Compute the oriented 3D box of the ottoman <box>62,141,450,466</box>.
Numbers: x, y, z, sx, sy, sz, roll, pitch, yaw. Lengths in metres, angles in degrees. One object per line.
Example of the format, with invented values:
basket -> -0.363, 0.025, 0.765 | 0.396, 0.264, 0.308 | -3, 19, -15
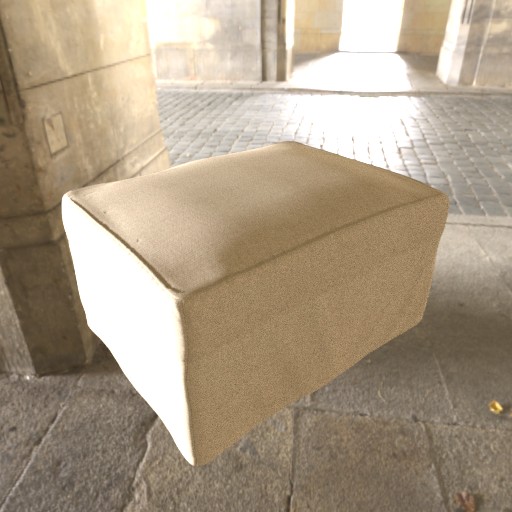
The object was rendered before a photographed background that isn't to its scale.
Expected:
ottoman -> 0.000, 0.000, 1.247 | 0.833, 0.485, 0.650 | -21, 36, -33
